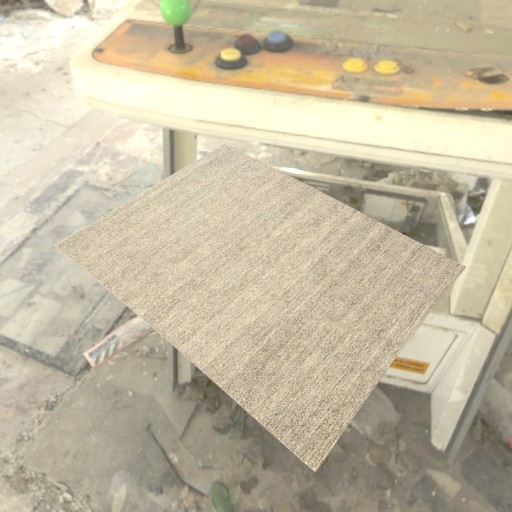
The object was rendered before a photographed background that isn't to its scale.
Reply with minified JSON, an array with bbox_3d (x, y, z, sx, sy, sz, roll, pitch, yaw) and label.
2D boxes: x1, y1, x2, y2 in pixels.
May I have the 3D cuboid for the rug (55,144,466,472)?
[{"bbox_3d":[0.000,0.000,4.291,3.202,0.045,2.434,33,55,27],"label":"rug"}]
